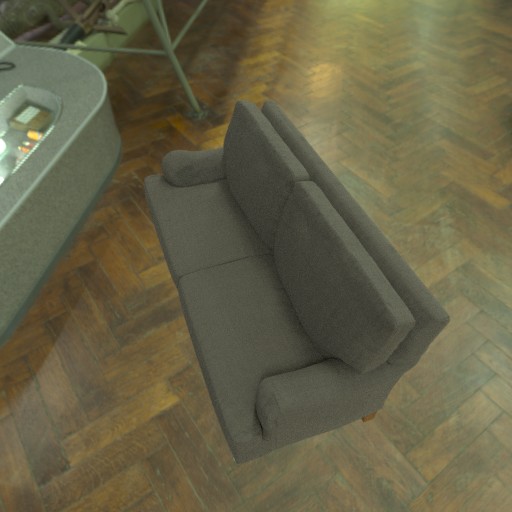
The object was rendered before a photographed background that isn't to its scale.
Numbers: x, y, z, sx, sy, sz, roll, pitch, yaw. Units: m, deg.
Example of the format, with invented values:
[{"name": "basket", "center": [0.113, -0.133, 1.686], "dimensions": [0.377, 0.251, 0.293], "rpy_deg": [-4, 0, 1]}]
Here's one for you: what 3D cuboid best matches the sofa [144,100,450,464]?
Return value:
[{"name": "sofa", "center": [0.000, 0.000, 2.822], "dimensions": [1.086, 1.087, 2.165], "rpy_deg": [-16, 49, -14]}]
